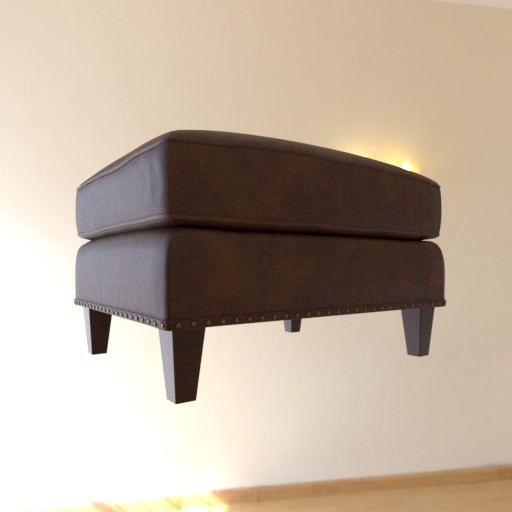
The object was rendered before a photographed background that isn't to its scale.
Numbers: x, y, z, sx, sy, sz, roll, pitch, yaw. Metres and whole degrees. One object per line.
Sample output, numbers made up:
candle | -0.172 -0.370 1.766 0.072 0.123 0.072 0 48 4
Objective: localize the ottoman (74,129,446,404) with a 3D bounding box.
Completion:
ottoman | 0.000 0.000 1.104 0.742 0.486 0.586 1 -2 -35
